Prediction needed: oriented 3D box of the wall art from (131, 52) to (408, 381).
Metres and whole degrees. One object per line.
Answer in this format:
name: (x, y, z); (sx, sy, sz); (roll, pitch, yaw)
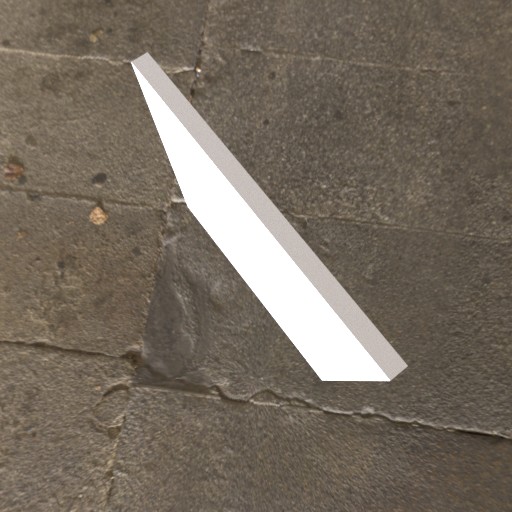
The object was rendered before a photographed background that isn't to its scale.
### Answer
wall art: (0.000, 0.000, 0.853); (0.028, 0.559, 0.559); (-36, 77, -9)
